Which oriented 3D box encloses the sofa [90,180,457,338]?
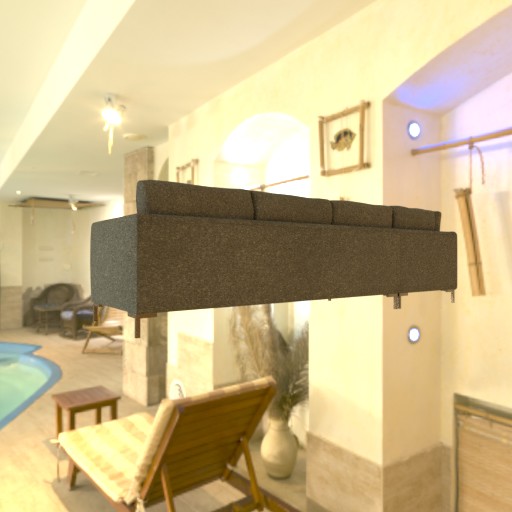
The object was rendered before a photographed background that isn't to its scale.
[{"bbox_3d":[0.000,0.000,3.811,2.949,0.815,2.007,0,0,-36],"label":"sofa"}]
